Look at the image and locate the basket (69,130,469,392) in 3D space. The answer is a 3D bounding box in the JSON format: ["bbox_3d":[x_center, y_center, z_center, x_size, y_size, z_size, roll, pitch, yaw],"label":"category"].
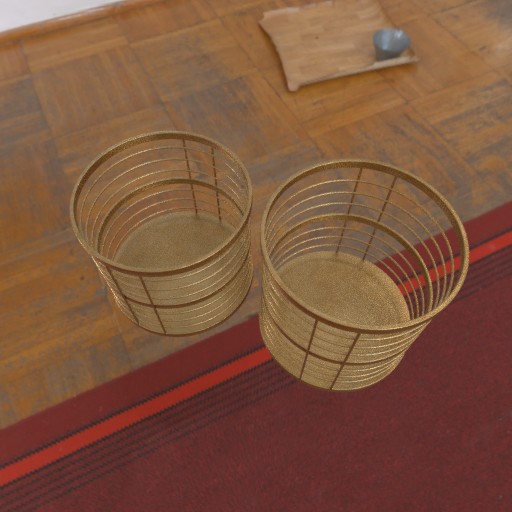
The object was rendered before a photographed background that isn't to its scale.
[{"bbox_3d":[0.000,0.000,0.945,0.746,0.351,0.356,16,59,10],"label":"basket"}]
